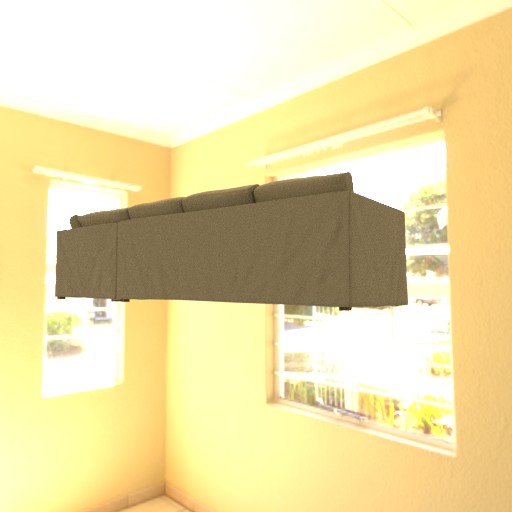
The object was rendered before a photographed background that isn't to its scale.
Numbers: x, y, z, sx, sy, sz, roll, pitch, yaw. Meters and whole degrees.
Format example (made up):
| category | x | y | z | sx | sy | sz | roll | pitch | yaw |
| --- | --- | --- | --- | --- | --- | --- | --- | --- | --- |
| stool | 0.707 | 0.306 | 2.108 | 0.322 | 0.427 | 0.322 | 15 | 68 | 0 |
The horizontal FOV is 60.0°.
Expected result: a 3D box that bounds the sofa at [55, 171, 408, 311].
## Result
| category | x | y | z | sx | sy | sz | roll | pitch | yaw |
| --- | --- | --- | --- | --- | --- | --- | --- | --- | --- |
| sofa | 0.000 | 0.000 | 4.391 | 3.182 | 0.871 | 2.432 | -3 | -4 | 37 |
